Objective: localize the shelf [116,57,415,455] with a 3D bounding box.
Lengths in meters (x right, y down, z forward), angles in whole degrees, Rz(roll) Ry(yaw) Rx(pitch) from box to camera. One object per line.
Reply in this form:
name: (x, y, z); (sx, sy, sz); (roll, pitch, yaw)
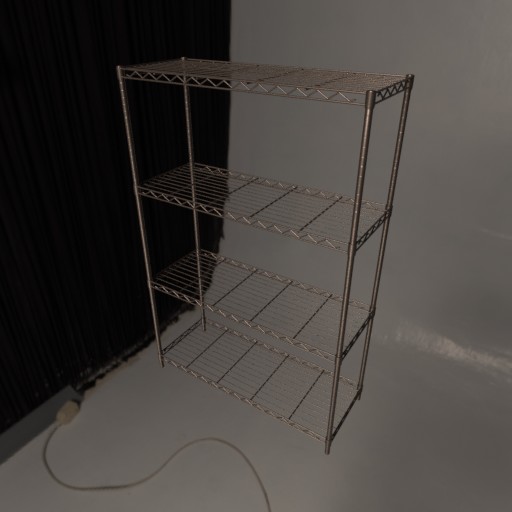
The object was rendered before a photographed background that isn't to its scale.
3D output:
shelf: (0.000, 0.000, 1.744); (0.907, 1.361, 0.352); (18, 34, 28)
